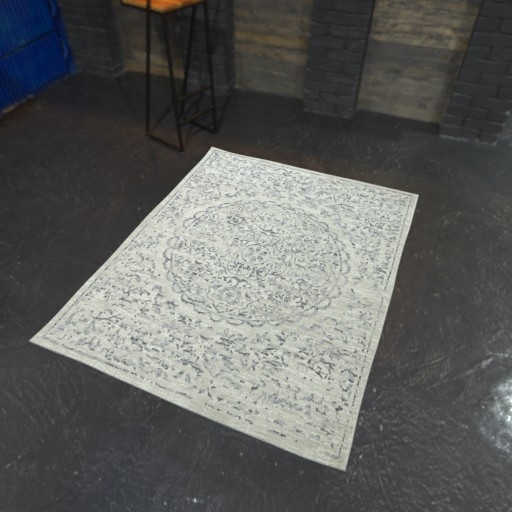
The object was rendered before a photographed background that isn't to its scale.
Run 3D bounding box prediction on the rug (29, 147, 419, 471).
[{"bbox_3d":[0.000,0.000,3.846,2.343,0.026,2.925,17,47,16],"label":"rug"}]
